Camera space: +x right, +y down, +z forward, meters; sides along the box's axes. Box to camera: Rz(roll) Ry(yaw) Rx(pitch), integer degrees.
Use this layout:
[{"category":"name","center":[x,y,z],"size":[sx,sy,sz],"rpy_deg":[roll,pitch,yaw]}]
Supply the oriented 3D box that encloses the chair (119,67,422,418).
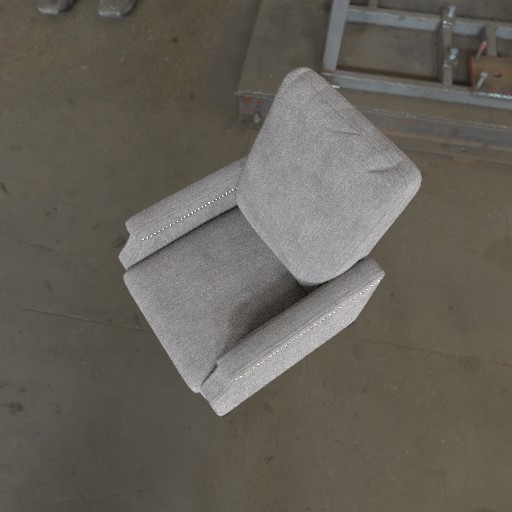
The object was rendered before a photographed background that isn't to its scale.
[{"category":"chair","center":[0.000,0.000,1.671],"size":[0.922,1.049,0.710],"rpy_deg":[-32,68,-15]}]
